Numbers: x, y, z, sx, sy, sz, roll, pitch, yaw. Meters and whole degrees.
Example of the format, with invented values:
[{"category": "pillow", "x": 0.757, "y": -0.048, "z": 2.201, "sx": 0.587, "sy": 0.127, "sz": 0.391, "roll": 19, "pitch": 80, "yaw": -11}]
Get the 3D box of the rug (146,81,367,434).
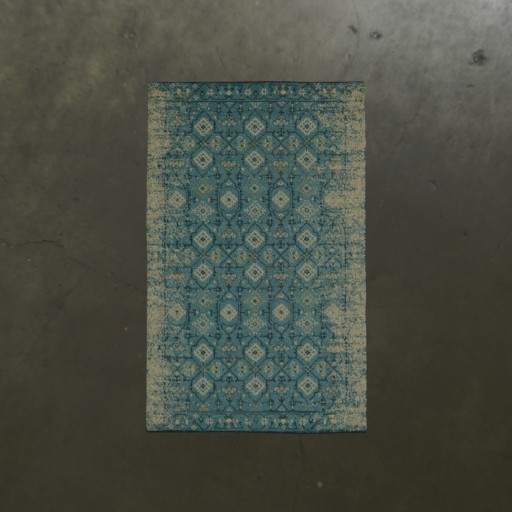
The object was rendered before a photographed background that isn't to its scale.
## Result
[{"category": "rug", "x": 0.000, "y": 0.000, "z": 3.079, "sx": 1.530, "sy": 0.015, "sz": 2.449, "roll": 0, "pitch": 89, "yaw": 0}]
